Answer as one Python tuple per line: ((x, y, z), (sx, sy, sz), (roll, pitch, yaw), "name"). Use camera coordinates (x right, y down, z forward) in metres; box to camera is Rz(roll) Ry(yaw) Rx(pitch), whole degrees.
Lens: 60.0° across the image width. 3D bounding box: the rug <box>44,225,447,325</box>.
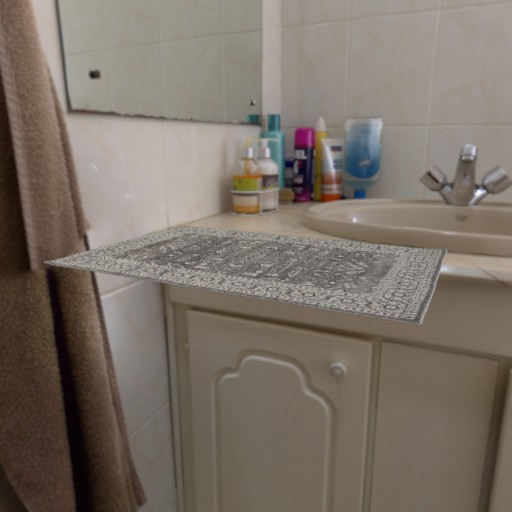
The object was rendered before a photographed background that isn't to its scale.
((0.000, 0.000, 2.383), (1.828, 0.019, 1.209), (7, 15, 26), "rug")
